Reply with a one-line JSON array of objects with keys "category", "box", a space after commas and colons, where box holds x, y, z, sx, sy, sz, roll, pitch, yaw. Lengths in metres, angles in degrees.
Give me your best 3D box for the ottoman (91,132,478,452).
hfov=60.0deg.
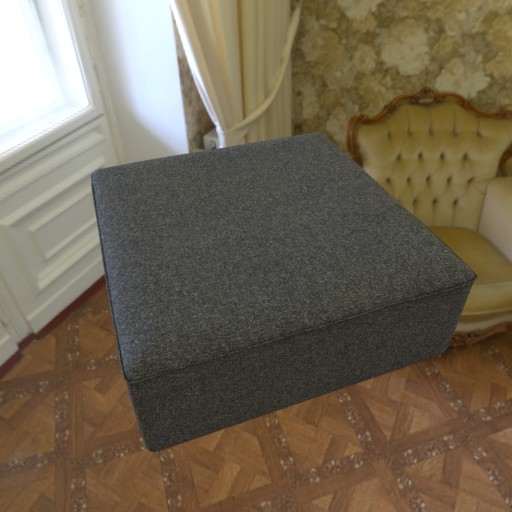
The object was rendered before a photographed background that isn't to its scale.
[{"category": "ottoman", "box": [0.000, 0.000, 1.588, 1.017, 0.423, 1.021, -13, 43, -15]}]
